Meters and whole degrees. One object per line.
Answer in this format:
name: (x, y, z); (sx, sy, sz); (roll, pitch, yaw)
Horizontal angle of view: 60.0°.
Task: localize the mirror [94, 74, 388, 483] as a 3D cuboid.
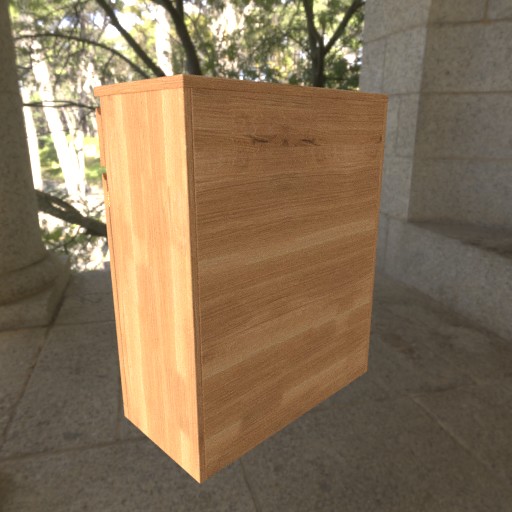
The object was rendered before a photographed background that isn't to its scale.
mirror: (0.000, 0.000, 1.429); (0.800, 1.000, 0.400); (-15, 22, -42)
